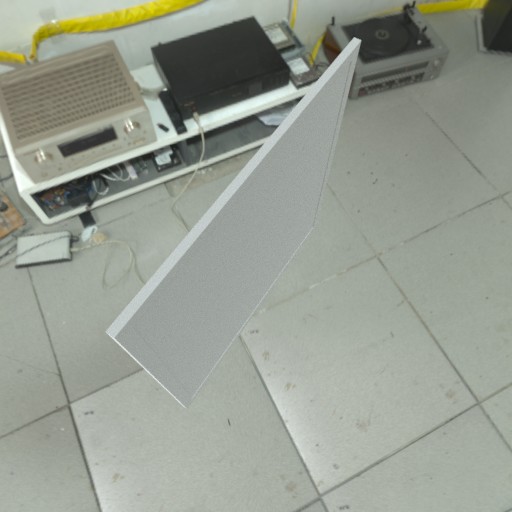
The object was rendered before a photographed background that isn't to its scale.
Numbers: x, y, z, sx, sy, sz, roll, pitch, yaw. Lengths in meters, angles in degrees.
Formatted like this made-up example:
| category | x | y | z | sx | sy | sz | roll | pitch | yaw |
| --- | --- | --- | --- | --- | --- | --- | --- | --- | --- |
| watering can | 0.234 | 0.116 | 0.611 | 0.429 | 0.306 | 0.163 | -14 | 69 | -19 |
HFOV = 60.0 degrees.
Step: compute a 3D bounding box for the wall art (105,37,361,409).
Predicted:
| category | x | y | z | sx | sy | sz | roll | pitch | yaw |
| --- | --- | --- | --- | --- | --- | --- | --- | --- | --- |
| wall art | 0.000 | 0.000 | 0.974 | 0.015 | 0.660 | 0.660 | 31 | 68 | 14 |
